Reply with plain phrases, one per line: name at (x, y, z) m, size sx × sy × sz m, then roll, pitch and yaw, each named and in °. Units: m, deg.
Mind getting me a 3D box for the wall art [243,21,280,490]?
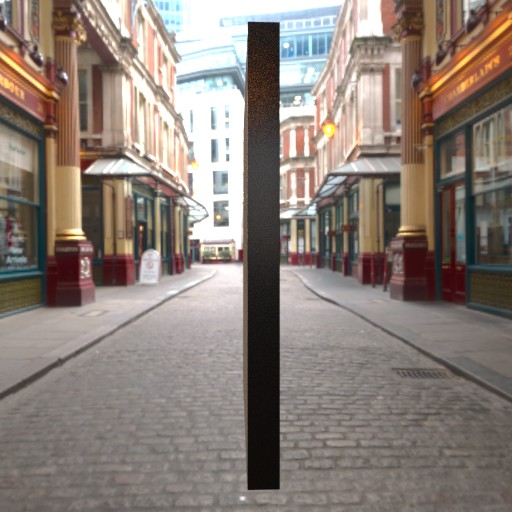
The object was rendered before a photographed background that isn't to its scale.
wall art at (0.000, 0.000, 0.744) m, size 0.038 × 0.551 × 0.448 m, roll 0°, pitch 0°, yaw -2°
